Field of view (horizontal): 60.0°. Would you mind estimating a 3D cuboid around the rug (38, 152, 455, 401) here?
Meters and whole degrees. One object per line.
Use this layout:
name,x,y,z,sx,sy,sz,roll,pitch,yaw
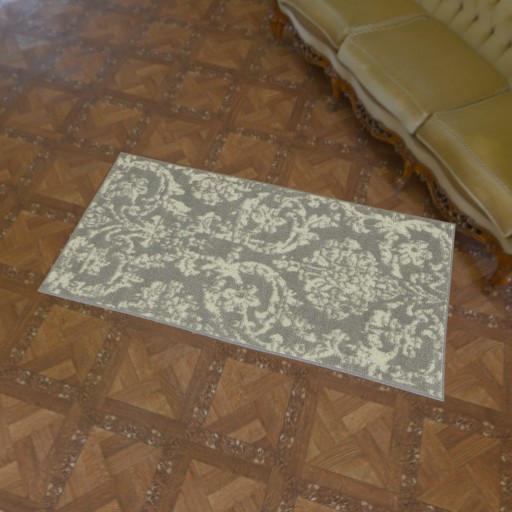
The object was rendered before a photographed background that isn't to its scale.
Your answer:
rug,0.000,0.000,1.421,1.219,0.007,0.604,14,60,8
